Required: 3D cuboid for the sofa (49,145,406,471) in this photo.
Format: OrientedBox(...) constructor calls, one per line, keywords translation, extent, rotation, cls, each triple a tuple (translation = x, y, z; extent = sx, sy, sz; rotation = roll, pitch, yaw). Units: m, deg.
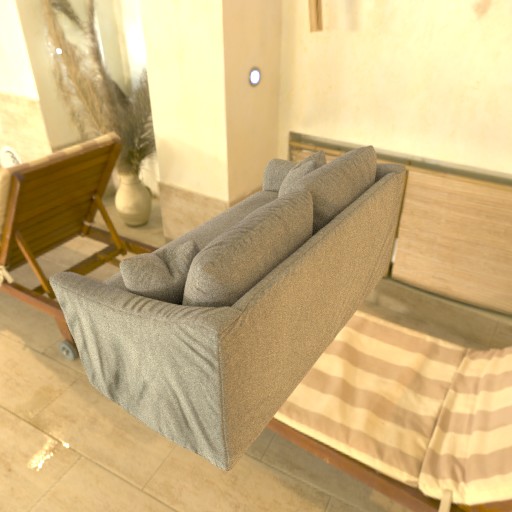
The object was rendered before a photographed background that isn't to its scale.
OrientedBox(translation=(0.000, 0.000, 2.634), extent=(1.072, 1.018, 2.010), rotation=(19, 36, 29), cls="sofa")
